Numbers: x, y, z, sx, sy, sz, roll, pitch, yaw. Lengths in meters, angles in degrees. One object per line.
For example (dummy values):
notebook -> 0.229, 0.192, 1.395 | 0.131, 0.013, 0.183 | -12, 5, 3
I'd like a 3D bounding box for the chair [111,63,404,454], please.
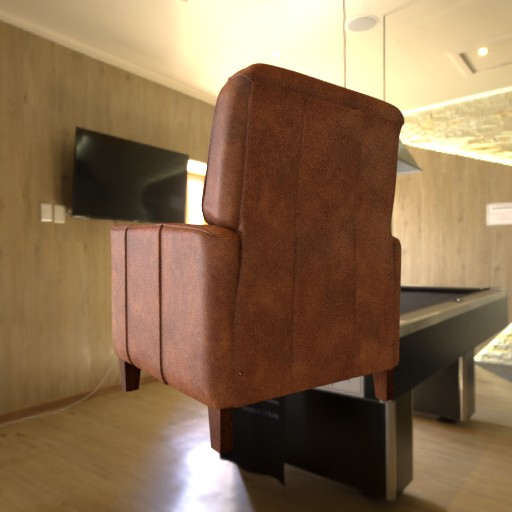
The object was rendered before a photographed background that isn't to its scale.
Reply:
chair -> 0.000, 0.000, 1.646 | 0.843, 1.043, 0.836 | 0, 0, -37
